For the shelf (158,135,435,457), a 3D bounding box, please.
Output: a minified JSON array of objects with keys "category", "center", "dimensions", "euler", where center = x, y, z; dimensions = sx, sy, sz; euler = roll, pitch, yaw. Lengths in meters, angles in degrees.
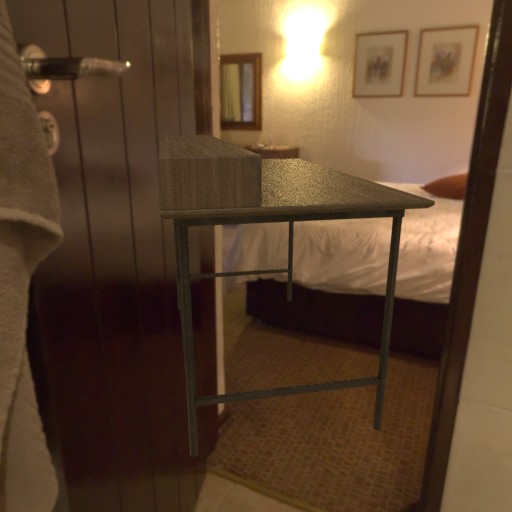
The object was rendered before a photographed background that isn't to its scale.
[{"category":"shelf","center":[0.000,0.000,1.723],"dimensions":[0.685,0.865,1.212],"euler":[-3,18,-11]}]
